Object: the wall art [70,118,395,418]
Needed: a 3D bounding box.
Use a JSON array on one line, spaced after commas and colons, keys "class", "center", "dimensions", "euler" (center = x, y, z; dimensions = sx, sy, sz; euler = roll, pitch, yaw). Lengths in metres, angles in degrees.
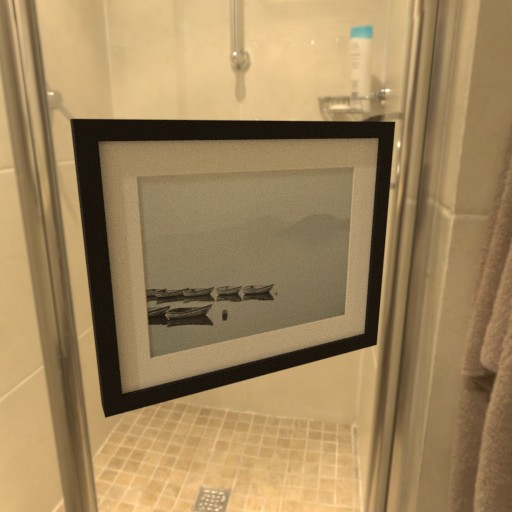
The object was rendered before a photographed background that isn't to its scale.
[{"class": "wall art", "center": [0.000, 0.000, 0.556], "dimensions": [0.397, 0.325, 0.028], "euler": [-8, 18, -25]}]
